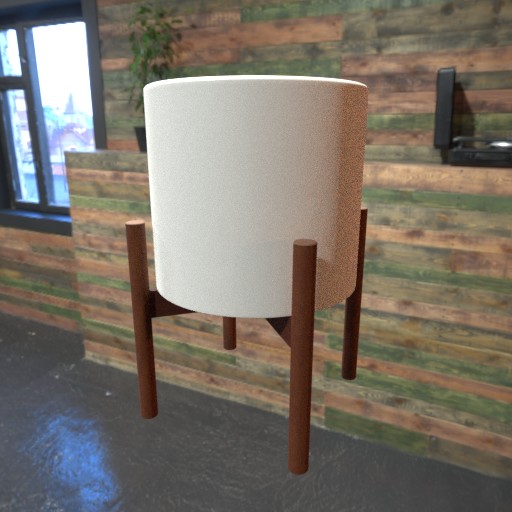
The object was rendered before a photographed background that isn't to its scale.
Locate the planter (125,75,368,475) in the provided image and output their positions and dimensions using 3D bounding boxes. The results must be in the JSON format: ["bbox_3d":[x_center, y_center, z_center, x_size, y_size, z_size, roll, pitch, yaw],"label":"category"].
[{"bbox_3d":[0.000,0.000,0.502,0.224,0.358,0.224,8,18,26],"label":"planter"}]
